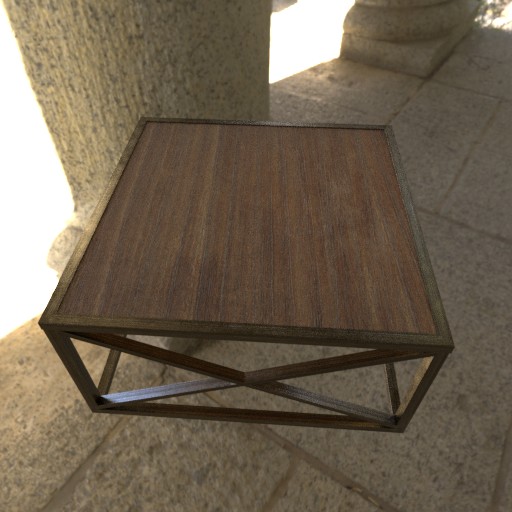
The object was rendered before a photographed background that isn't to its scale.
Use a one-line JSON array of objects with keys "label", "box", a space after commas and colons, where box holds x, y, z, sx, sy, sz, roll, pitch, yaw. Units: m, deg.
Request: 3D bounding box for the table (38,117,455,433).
[{"label": "table", "box": [0.000, 0.000, 1.428, 0.899, 0.451, 0.909, 3, 46, 3]}]
